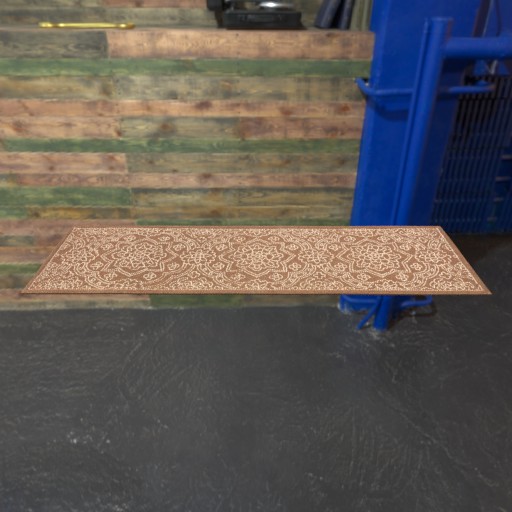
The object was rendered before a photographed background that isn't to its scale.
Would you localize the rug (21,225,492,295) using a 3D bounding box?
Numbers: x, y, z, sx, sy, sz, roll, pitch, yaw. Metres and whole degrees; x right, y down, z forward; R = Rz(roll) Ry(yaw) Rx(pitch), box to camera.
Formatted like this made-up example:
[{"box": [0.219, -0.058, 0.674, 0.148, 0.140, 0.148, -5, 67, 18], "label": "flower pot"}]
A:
[{"box": [0.000, 0.000, 2.621, 2.448, 0.012, 0.769, 0, 31, 0], "label": "rug"}]
